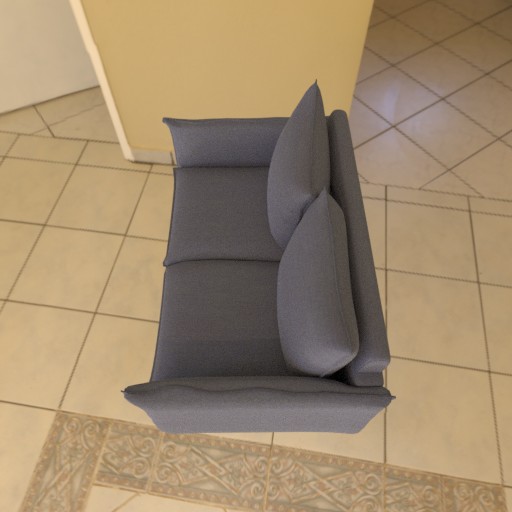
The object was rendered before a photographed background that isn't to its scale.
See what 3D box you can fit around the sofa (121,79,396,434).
[{"bbox_3d":[0.000,0.000,1.810,0.820,0.840,1.300,0,57,0],"label":"sofa"}]
